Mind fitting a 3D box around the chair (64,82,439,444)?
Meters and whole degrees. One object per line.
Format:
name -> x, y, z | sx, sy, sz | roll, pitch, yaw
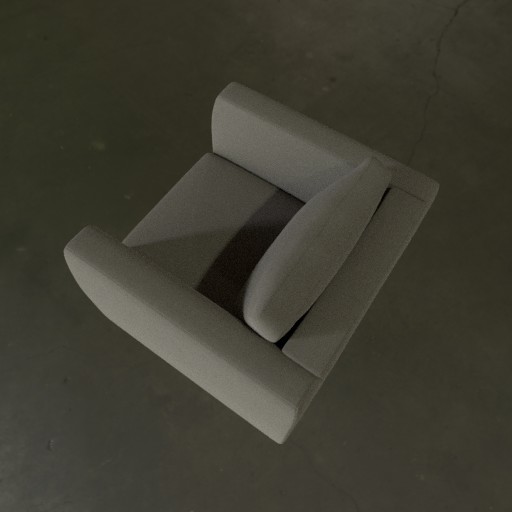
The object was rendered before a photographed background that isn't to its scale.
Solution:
chair -> 0.000, 0.000, 1.733 | 0.930, 0.860, 1.000 | 32, 67, 15
